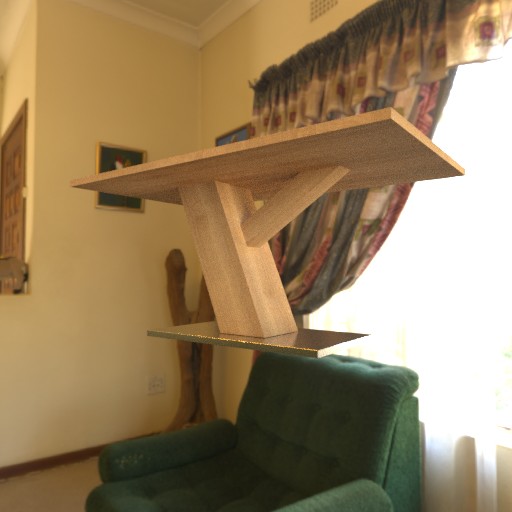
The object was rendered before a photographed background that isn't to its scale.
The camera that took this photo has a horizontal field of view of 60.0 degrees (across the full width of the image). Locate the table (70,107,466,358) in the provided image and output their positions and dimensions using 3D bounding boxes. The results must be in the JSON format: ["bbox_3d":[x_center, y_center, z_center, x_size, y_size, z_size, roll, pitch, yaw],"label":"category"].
[{"bbox_3d":[0.000,0.000,2.033,1.600,0.750,0.900,-2,-3,37],"label":"table"}]
